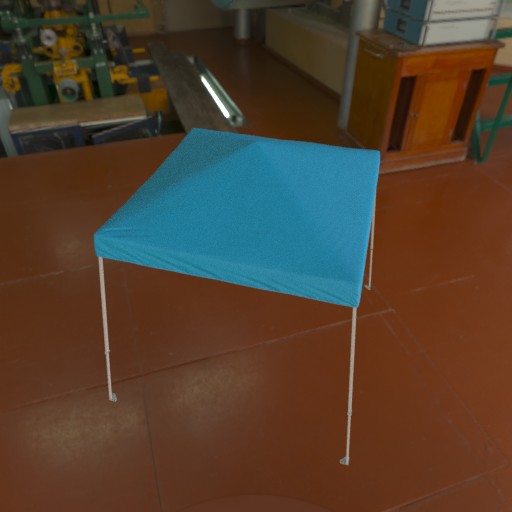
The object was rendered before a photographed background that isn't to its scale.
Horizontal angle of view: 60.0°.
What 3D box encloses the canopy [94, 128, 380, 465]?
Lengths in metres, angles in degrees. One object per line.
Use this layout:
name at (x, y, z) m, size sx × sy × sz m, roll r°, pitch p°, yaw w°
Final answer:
canopy at (0.000, 0.000, 5.139) m, size 2.849 × 2.849 × 2.848 m, roll 10°, pitch 41°, yaw 12°
